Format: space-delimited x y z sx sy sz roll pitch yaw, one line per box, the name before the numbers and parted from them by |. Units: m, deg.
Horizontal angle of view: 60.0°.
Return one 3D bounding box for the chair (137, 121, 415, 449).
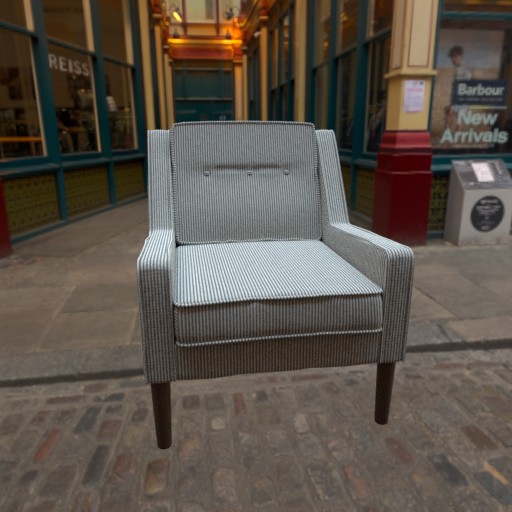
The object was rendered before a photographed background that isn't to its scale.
chair | 0.000 0.000 1.348 0.663 0.792 0.743 -3 16 -9
